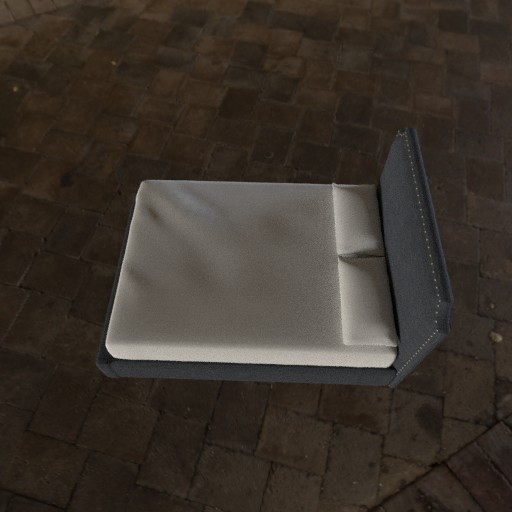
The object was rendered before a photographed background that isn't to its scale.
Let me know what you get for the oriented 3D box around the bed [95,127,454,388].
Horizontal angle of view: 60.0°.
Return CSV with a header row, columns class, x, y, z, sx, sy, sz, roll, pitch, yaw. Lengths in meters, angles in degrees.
class,x,y,z,sx,sy,sz,roll,pitch,yaw
bed,0.000,0.000,3.528,2.372,1.443,1.713,2,58,1
